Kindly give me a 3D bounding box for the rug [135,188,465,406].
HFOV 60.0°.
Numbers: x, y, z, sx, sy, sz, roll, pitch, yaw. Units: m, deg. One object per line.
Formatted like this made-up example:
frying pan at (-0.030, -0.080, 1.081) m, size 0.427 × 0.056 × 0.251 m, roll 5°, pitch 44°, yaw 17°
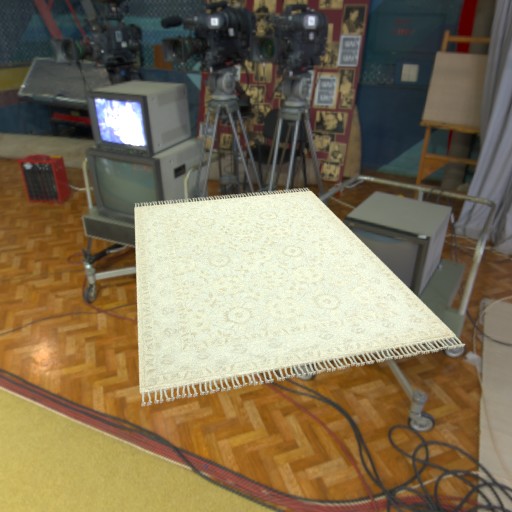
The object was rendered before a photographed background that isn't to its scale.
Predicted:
rug at (0.000, 0.000, 2.329) m, size 1.223 × 0.015 × 1.771 m, roll -7°, pitch 30°, yaw -12°
